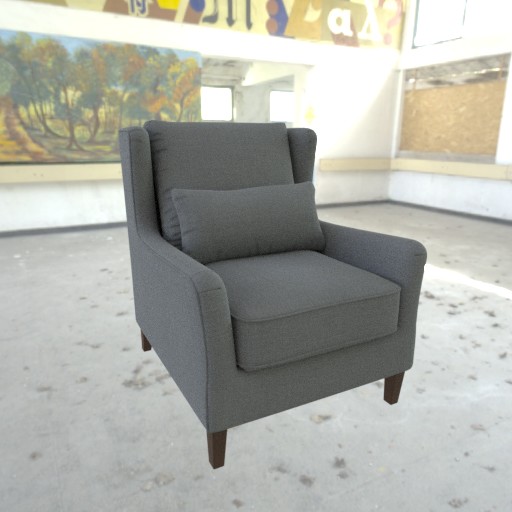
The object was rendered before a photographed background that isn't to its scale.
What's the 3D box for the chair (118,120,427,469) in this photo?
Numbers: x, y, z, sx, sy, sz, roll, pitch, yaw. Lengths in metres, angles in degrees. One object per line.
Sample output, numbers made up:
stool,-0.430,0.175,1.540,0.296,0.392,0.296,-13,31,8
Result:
chair,0.000,0.000,1.783,0.866,1.056,1.040,-8,17,-27
